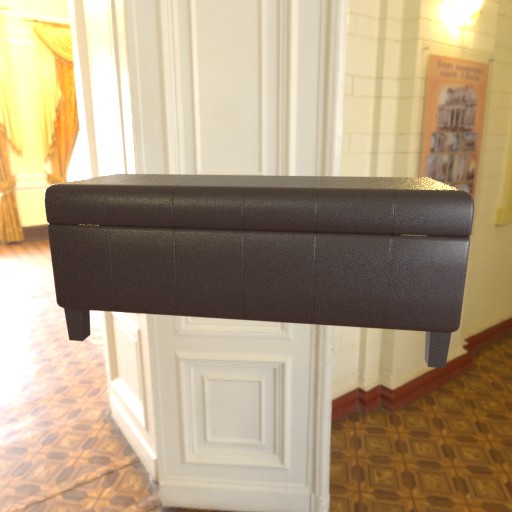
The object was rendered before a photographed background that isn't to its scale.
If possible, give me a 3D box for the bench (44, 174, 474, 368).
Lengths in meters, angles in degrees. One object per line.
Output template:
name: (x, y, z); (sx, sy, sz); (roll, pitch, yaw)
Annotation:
bench: (0.000, 0.000, 1.351); (1.092, 0.457, 0.429); (2, 15, 9)
